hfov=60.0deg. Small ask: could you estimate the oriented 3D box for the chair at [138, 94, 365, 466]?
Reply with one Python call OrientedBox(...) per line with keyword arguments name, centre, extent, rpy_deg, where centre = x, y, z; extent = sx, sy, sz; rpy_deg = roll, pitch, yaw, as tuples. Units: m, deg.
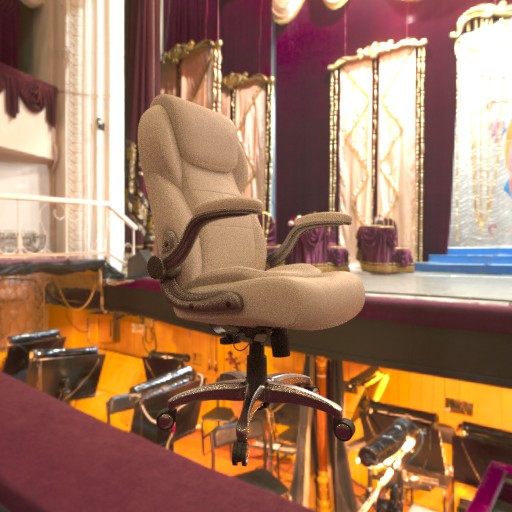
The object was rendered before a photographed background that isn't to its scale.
OrientedBox(name="chair", centre=(0.000, 0.000, 1.783), extent=(0.806, 1.330, 0.755), rpy_deg=(0, 1, 36))
